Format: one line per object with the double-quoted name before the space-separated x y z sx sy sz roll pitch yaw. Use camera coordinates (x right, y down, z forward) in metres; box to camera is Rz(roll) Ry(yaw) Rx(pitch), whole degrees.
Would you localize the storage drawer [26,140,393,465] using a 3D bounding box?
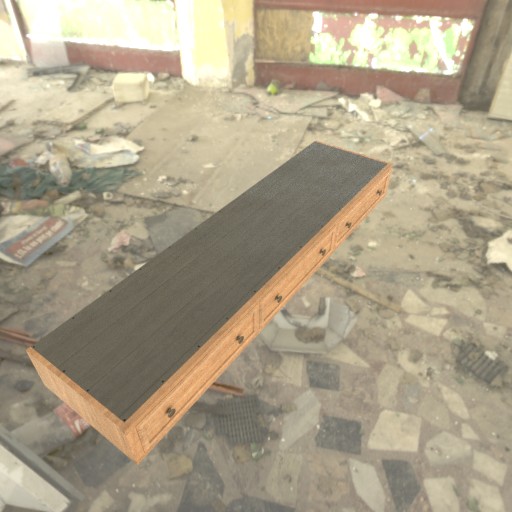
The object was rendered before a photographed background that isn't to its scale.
"storage drawer" 0.000 0.000 2.156 0.538 0.264 2.032 25 47 27
